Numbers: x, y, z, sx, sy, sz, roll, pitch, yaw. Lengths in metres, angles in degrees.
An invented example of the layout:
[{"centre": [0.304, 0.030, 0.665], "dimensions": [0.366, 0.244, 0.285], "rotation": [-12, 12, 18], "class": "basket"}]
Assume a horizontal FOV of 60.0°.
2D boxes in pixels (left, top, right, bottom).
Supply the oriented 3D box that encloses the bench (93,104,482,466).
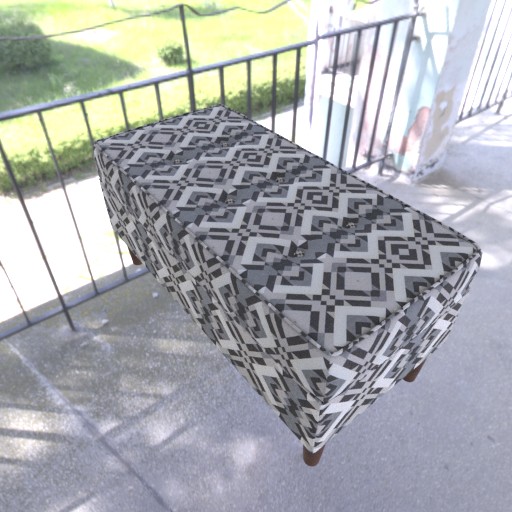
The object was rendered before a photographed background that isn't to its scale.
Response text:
[{"centre": [0.000, 0.000, 1.279], "dimensions": [0.492, 0.477, 1.016], "rotation": [-27, 48, -28], "class": "bench"}]
